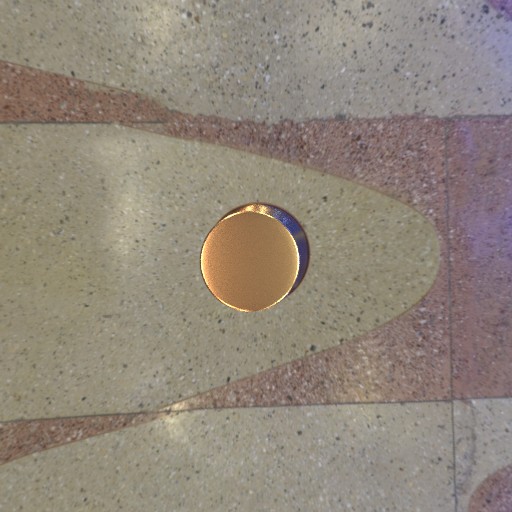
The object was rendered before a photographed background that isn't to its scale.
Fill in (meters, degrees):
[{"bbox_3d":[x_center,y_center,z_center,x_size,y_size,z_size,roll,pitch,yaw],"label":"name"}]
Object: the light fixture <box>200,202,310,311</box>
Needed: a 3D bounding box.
[{"bbox_3d":[0.000,0.000,0.916,0.301,0.754,0.301,0,91,1],"label":"light fixture"}]
